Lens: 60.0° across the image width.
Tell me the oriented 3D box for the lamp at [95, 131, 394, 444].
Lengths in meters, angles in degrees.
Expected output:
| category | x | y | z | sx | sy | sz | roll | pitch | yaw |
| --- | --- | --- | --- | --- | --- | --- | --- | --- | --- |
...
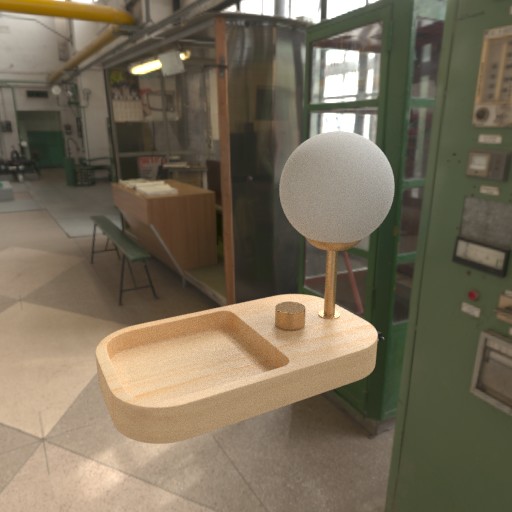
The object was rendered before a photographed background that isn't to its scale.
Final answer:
| category | x | y | z | sx | sy | sz | roll | pitch | yaw |
| --- | --- | --- | --- | --- | --- | --- | --- | --- | --- |
| lamp | 0.000 | 0.000 | 0.467 | 0.331 | 0.253 | 0.173 | -9 | 19 | -27 |
